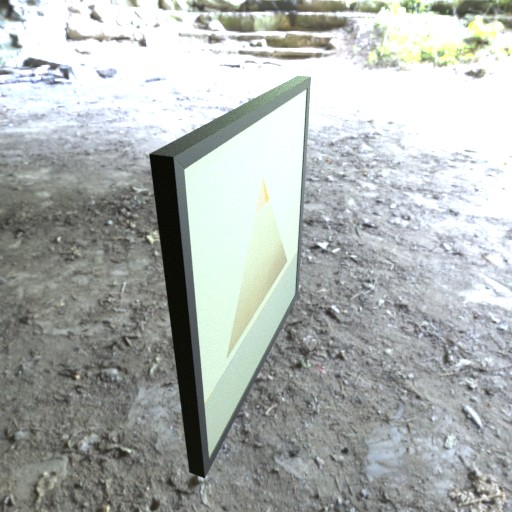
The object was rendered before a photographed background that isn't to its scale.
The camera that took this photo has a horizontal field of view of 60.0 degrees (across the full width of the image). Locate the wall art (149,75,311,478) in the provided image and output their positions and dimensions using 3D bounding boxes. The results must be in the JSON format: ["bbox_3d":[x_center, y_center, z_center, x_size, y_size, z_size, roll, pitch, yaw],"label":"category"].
[{"bbox_3d":[0.000,0.000,0.765,0.028,0.511,0.513,11,32,18],"label":"wall art"}]
